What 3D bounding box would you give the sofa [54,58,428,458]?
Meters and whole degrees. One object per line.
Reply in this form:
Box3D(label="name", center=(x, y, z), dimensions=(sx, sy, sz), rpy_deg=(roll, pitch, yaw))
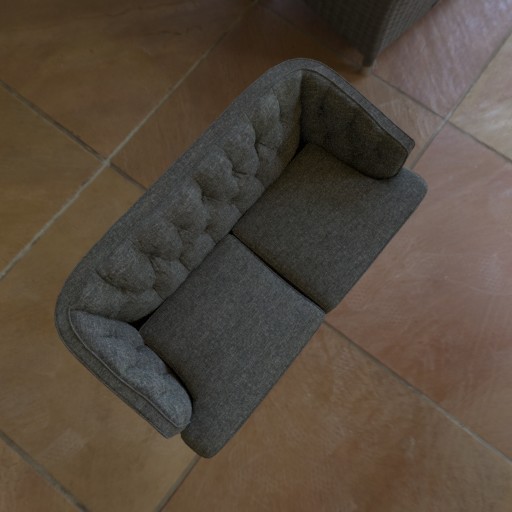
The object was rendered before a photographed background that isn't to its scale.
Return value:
Box3D(label="sofa", center=(0.000, 0.000, 2.211), dimensions=(0.941, 0.855, 1.733), rpy_deg=(39, 79, 9))
